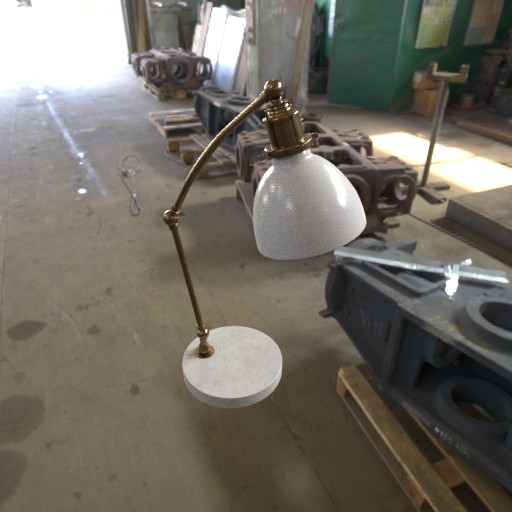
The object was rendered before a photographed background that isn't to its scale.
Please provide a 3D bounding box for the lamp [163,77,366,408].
[{"bbox_3d":[0.000,0.000,0.689,0.317,0.522,0.186,11,34,18],"label":"lamp"}]
